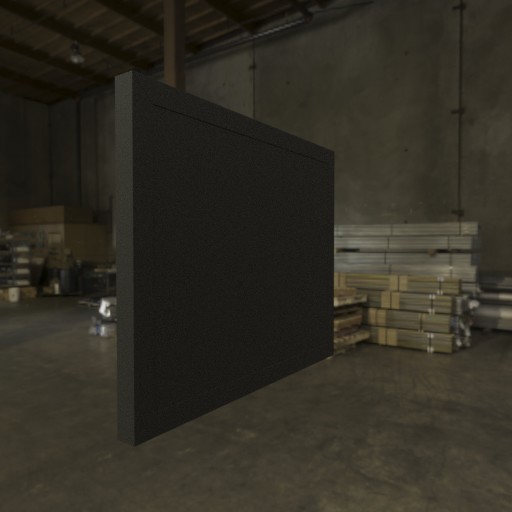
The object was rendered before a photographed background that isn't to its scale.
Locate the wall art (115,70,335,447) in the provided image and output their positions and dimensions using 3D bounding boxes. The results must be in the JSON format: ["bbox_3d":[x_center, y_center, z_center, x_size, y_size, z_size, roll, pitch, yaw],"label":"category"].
[{"bbox_3d":[0.000,0.000,0.559,0.024,0.329,0.404,1,2,35],"label":"wall art"}]
